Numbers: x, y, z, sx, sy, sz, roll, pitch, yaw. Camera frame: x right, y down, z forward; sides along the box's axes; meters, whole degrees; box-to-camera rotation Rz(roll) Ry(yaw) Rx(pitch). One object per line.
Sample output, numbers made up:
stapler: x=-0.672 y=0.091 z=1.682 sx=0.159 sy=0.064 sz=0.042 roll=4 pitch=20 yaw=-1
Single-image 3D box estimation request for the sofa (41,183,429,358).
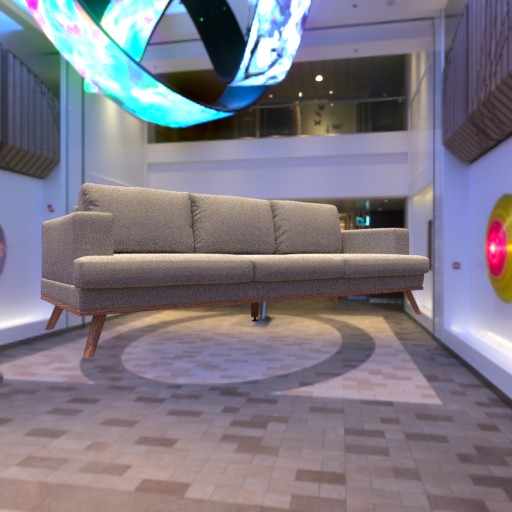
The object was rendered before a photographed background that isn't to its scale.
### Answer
sofa: x=0.000 y=0.000 z=2.757 sx=2.310 sy=0.810 sz=0.920 roll=0 pitch=0 yaw=-35
